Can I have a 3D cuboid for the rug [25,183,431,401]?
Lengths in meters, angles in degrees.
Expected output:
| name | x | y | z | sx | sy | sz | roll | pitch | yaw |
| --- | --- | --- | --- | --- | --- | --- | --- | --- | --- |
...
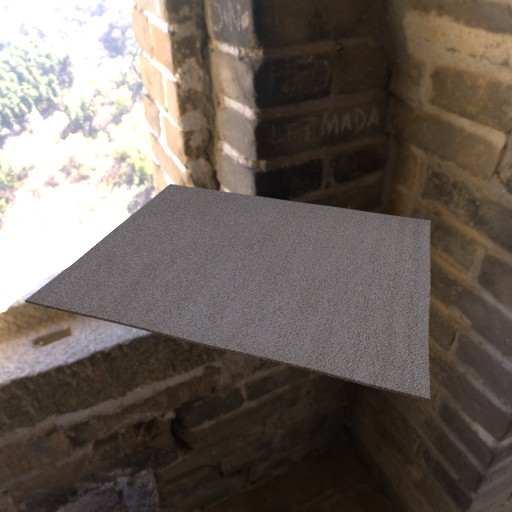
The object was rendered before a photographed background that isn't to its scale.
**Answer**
| name | x | y | z | sx | sy | sz | roll | pitch | yaw |
| --- | --- | --- | --- | --- | --- | --- | --- | --- | --- |
| rug | 0.000 | 0.000 | 4.015 | 3.000 | 0.026 | 2.400 | 10 | 34 | 16 |
